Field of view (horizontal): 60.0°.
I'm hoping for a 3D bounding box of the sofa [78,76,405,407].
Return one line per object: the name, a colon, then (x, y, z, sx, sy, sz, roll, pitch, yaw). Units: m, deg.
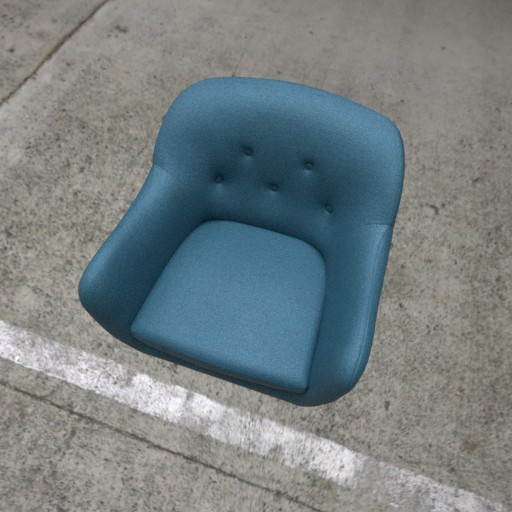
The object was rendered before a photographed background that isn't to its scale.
sofa: (0.000, 0.000, 1.523, 0.836, 0.817, 0.825, 16, 59, 10)
